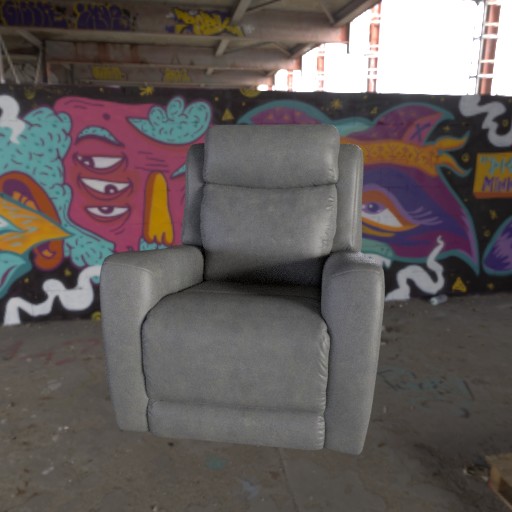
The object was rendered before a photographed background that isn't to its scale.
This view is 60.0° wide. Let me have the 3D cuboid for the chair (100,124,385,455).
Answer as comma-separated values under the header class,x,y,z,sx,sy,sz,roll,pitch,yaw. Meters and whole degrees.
class,x,y,z,sx,sy,sz,roll,pitch,yaw
chair,0.000,0.000,1.884,0.967,1.116,1.068,2,14,10
